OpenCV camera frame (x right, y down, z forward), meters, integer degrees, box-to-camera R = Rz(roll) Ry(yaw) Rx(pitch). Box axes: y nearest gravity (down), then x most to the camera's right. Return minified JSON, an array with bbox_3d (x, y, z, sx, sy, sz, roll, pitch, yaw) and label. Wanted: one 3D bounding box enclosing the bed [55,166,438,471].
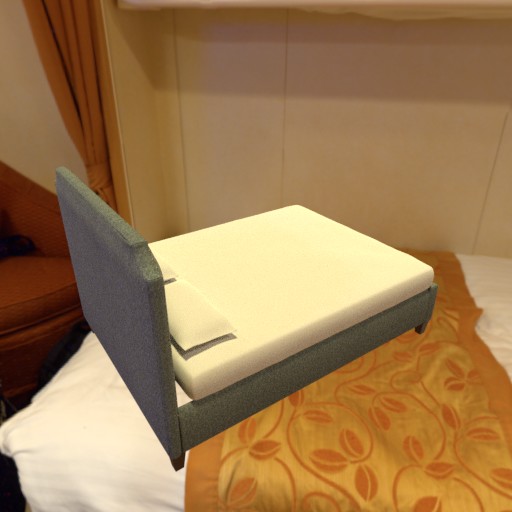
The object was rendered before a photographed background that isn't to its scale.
[{"bbox_3d":[0.000,0.000,3.388,2.372,1.443,1.712,-18,33,-30],"label":"bed"}]
